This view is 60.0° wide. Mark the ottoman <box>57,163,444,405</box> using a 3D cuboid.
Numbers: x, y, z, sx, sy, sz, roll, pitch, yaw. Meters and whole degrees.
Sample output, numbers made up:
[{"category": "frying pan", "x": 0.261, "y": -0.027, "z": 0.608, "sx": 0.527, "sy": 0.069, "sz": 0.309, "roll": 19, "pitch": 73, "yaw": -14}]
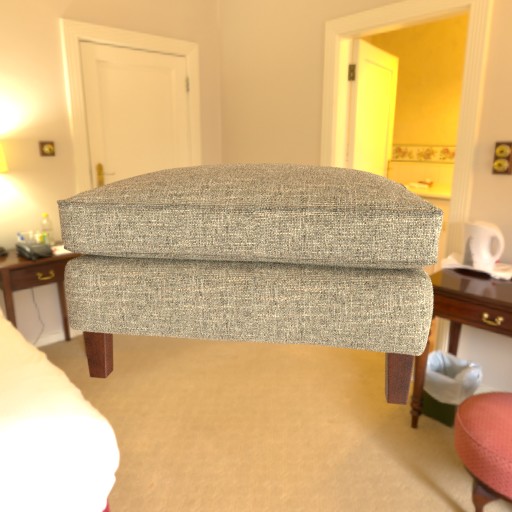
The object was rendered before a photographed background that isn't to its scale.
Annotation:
[{"category": "ottoman", "x": 0.000, "y": 0.000, "z": 0.994, "sx": 0.686, "sy": 0.406, "sz": 0.508, "roll": 2, "pitch": 15, "yaw": 9}]
